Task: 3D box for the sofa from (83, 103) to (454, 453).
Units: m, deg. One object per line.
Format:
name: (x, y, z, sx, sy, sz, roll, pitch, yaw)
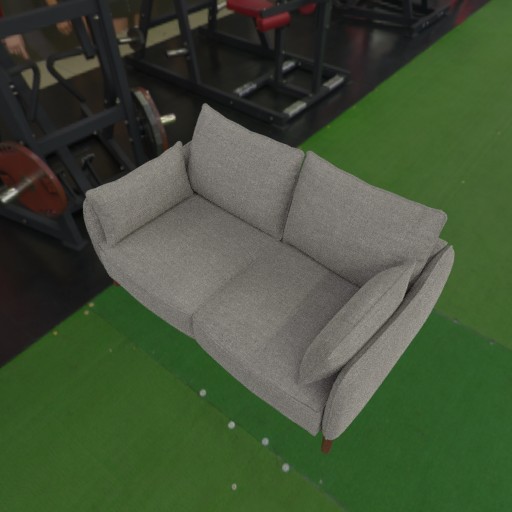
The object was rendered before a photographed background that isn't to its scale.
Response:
sofa: (0.000, 0.000, 2.165, 1.580, 0.851, 0.972, 32, 54, 27)
